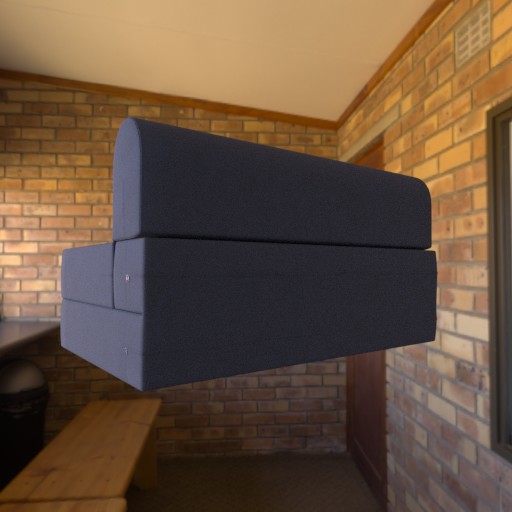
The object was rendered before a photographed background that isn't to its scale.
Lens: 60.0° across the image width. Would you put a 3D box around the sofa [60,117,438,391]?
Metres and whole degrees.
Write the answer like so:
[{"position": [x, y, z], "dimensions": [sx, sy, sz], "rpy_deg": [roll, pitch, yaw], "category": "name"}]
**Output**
[{"position": [0.000, 0.000, 1.670], "dimensions": [1.219, 0.660, 0.762], "rpy_deg": [1, -2, -37], "category": "sofa"}]
